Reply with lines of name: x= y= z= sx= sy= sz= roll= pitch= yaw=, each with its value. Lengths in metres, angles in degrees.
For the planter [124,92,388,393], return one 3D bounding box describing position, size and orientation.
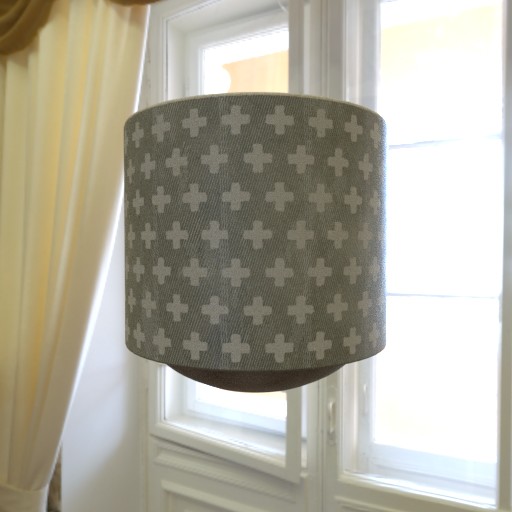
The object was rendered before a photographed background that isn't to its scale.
planter: x=0.000 y=0.000 z=0.334 sx=0.190 sy=0.181 sz=0.190 roll=0 pitch=2 yaw=0
